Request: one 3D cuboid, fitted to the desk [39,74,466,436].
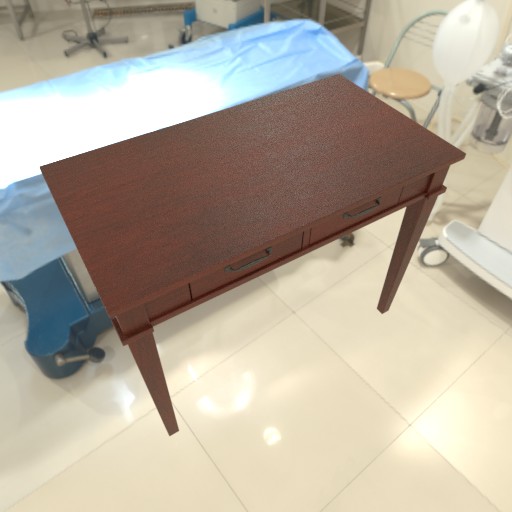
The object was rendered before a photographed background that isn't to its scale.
[{"bbox_3d":[0.000,0.000,1.462,1.001,0.762,0.549,-24,52,-21],"label":"desk"}]
